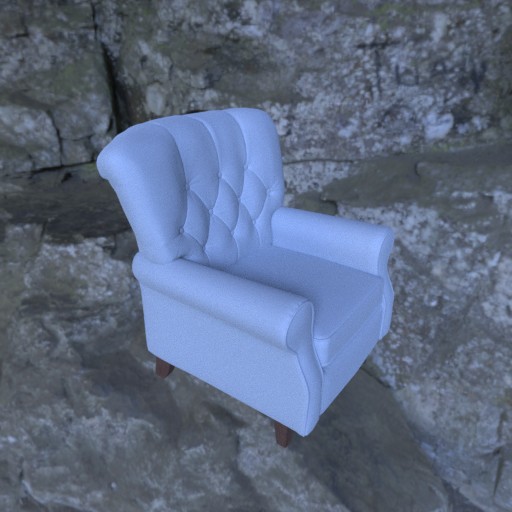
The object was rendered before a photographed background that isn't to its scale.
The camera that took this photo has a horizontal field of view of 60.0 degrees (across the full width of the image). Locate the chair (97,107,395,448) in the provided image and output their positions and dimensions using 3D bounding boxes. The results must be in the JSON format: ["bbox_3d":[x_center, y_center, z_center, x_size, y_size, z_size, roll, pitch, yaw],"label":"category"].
[{"bbox_3d":[0.000,0.000,2.098,1.128,1.217,1.090,17,31,32],"label":"chair"}]
